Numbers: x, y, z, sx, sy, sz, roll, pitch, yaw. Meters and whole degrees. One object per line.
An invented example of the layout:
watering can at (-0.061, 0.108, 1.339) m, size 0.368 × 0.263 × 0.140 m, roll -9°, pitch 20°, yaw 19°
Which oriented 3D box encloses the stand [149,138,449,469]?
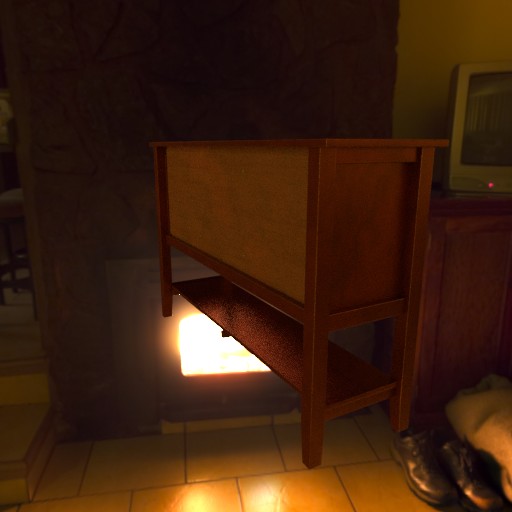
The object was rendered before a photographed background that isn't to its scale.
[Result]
stand at (0.000, 0.000, 1.740) m, size 0.410 × 0.872 × 1.362 m, roll -8°, pitch 16°, yaw -28°
